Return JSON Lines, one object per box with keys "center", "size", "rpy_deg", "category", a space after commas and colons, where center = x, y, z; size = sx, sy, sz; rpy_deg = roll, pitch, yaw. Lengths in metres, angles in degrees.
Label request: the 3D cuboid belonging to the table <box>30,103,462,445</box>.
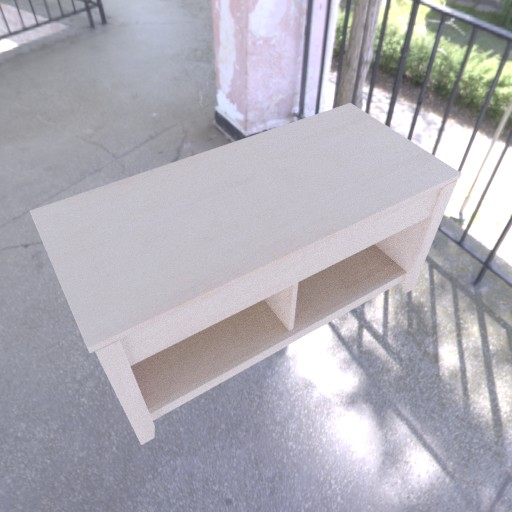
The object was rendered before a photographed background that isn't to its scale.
{"center": [0.000, 0.000, 1.307], "size": [1.016, 0.483, 0.457], "rpy_deg": [-24, 51, -21], "category": "table"}
